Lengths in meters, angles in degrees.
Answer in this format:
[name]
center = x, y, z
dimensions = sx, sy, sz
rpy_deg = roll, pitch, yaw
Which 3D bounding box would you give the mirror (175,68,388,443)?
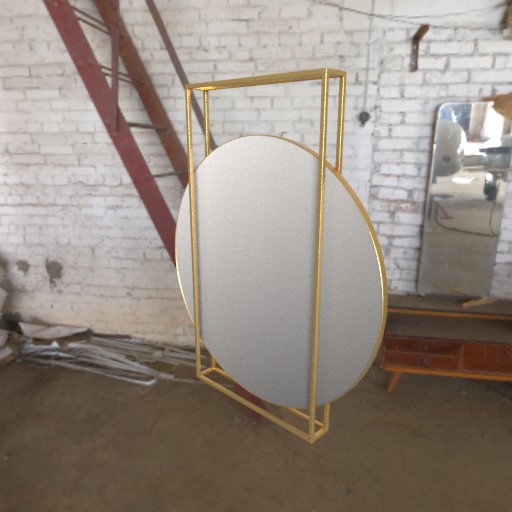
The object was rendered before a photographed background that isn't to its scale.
[mirror]
center = 0.000, 0.000, 0.808
dimensions = 0.508, 0.603, 0.051
rpy_deg = 14, 21, 42
